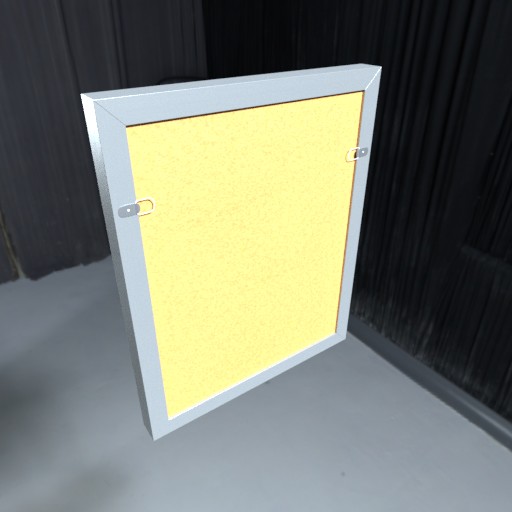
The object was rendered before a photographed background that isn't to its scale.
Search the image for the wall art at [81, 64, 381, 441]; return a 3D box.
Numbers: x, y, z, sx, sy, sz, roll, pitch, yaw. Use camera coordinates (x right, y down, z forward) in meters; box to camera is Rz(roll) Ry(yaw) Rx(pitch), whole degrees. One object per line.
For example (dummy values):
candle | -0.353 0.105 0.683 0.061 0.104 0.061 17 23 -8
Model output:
wall art | 0.000 0.000 0.503 0.308 0.379 0.030 -20 36 -30
